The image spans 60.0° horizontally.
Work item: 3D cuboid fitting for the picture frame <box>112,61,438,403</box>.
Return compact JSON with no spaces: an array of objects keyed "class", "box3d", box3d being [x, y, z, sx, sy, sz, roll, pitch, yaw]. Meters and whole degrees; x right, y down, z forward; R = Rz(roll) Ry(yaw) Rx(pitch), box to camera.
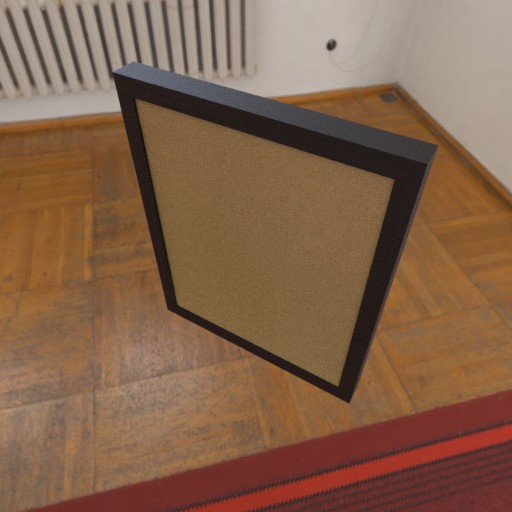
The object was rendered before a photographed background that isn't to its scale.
[{"class":"picture frame","box3d":[0.000,0.000,0.766,0.452,0.555,0.044,23,50,21]}]
